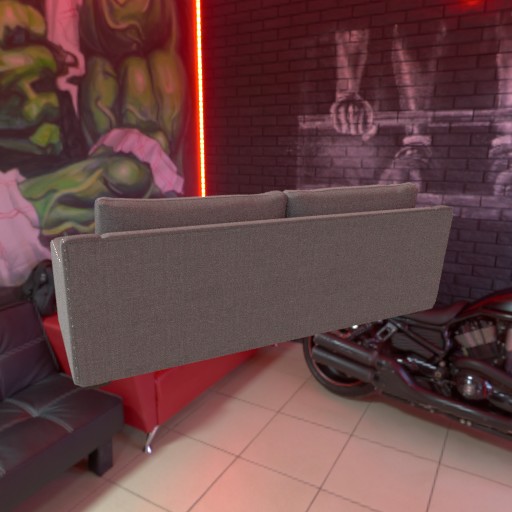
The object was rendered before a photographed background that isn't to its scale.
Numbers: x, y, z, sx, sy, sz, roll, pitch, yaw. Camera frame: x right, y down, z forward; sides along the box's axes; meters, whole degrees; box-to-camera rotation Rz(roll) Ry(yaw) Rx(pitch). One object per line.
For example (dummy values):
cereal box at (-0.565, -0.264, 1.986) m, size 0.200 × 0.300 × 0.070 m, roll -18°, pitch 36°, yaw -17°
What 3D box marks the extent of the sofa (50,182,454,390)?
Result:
sofa at (0.000, 0.000, 2.686) m, size 2.208 × 0.857 × 1.000 m, roll -7°, pitch 15°, yaw -27°
